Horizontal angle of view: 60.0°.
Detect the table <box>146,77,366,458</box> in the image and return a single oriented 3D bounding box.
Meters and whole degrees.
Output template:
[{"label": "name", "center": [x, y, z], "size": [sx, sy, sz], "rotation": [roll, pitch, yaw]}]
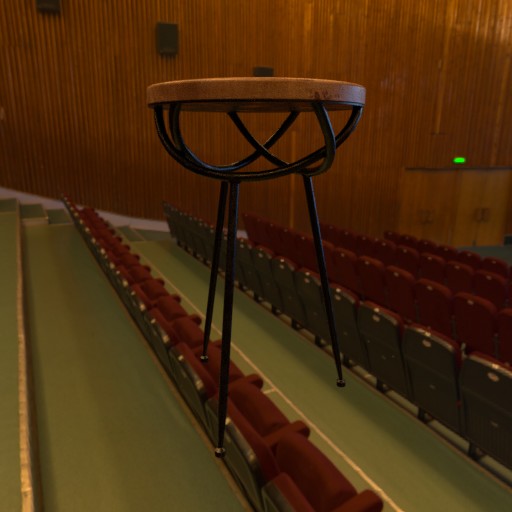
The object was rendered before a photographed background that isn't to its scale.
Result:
[{"label": "table", "center": [0.000, 0.000, 0.942], "size": [0.414, 0.664, 0.418], "rotation": [-8, 18, -27]}]
